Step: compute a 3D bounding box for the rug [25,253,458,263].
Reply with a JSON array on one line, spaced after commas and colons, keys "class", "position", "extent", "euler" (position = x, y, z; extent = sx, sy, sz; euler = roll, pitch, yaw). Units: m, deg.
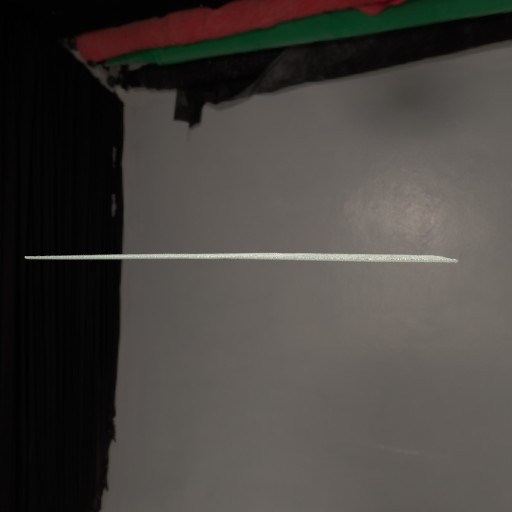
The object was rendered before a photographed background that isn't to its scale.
[{"class": "rug", "position": [0.000, 0.000, 5.212], "extent": [4.078, 0.052, 2.802], "euler": [0, 1, 19]}]
